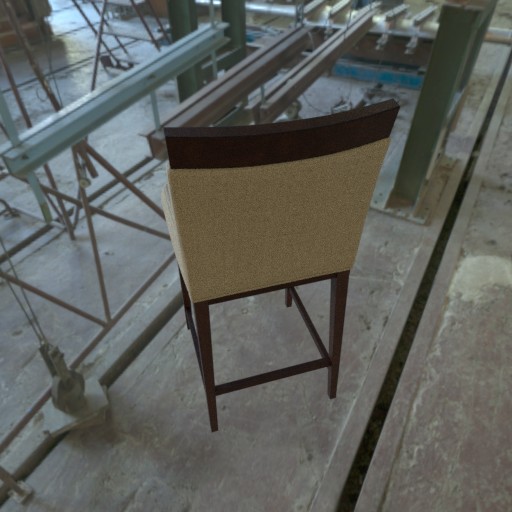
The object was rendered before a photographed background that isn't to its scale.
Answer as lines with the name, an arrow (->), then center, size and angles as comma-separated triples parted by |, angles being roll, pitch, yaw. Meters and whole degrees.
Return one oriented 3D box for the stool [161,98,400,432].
stool -> 0.000, 0.000, 1.279 | 0.463, 1.011, 0.480 | -11, 42, -12
